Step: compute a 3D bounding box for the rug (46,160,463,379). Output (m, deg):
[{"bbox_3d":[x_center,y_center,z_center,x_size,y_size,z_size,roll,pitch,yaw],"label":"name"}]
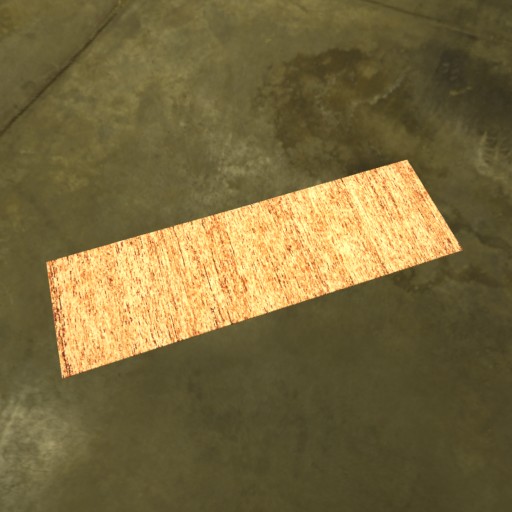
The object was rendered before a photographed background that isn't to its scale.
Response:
[{"bbox_3d":[0.000,0.000,2.486,2.237,0.014,0.680,-17,64,-8],"label":"rug"}]
